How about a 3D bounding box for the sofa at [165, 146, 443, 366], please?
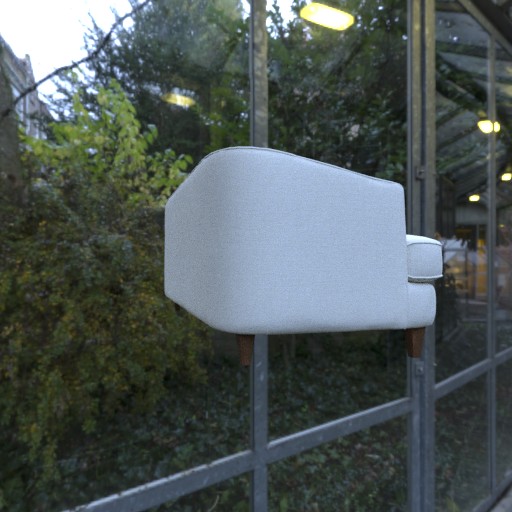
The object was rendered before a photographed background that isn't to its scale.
[{"bbox_3d":[0.000,0.000,2.734,0.941,0.855,2.278,0,-1,-18],"label":"sofa"}]
